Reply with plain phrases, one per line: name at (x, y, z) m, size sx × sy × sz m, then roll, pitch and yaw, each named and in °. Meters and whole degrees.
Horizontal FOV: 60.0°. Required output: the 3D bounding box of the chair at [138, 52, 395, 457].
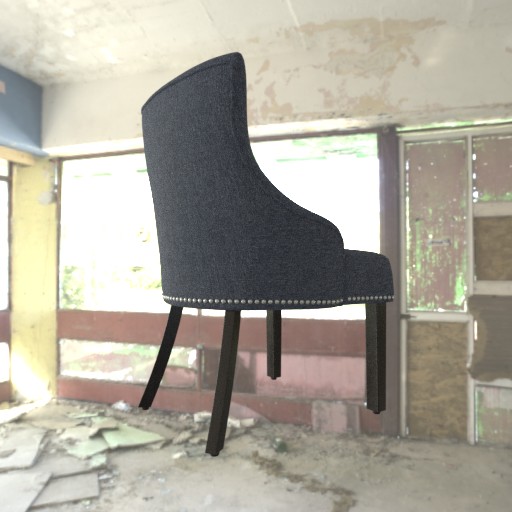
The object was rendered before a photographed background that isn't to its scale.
chair at (0.000, 0.000, 1.322) m, size 0.629 × 0.909 × 0.566 m, roll 1°, pitch -1°, yaw -37°
